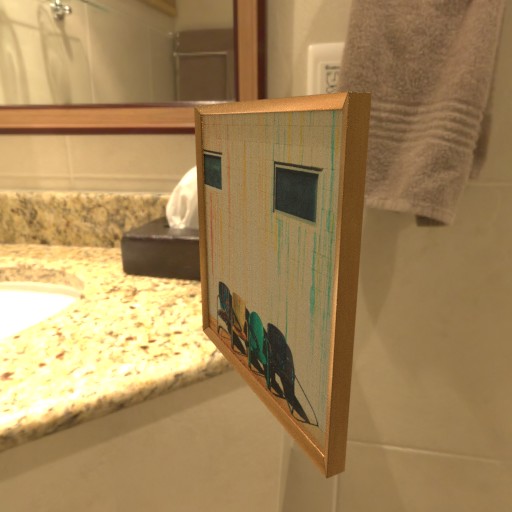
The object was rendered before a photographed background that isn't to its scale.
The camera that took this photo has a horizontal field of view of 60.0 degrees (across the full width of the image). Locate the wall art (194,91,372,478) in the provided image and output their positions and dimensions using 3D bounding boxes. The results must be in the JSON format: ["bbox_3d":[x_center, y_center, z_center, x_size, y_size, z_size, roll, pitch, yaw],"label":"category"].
[{"bbox_3d":[0.000,0.000,0.458,0.019,0.302,0.302,-8,19,-25],"label":"wall art"}]
